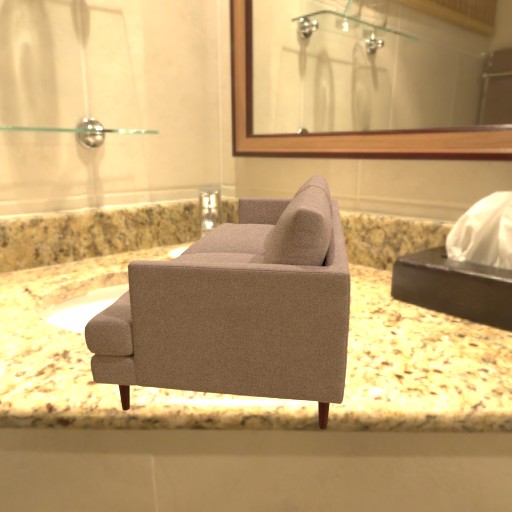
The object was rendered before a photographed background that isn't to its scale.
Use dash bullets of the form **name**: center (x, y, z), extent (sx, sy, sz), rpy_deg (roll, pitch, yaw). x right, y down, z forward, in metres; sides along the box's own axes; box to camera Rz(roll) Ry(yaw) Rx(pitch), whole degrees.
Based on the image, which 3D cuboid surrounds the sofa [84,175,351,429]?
- **sofa**: center (0.000, 0.000, 2.717), extent (1.020, 0.868, 2.250), rpy_deg (2, 14, 9)
